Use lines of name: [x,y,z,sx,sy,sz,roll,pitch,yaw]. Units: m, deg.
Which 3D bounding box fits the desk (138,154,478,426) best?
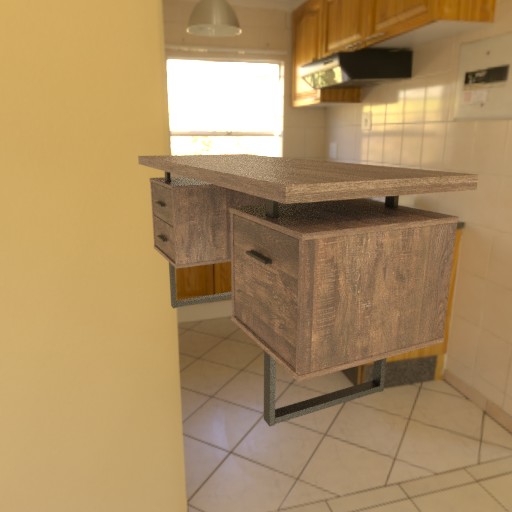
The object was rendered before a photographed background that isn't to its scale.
desk: [0.000,0.000,1.836,0.600,0.760,1.524,-7,17,-25]
